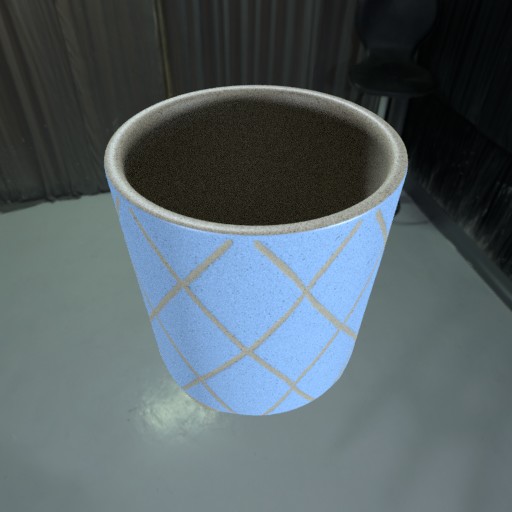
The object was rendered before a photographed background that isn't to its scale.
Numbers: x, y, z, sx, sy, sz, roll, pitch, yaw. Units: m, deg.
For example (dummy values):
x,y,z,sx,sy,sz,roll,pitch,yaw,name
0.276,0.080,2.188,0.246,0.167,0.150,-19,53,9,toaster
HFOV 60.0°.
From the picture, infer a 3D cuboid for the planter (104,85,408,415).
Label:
x,y,z,sx,sy,sz,roll,pitch,yaw,name
0.000,0.000,0.352,0.191,0.200,0.191,0,42,0,planter
